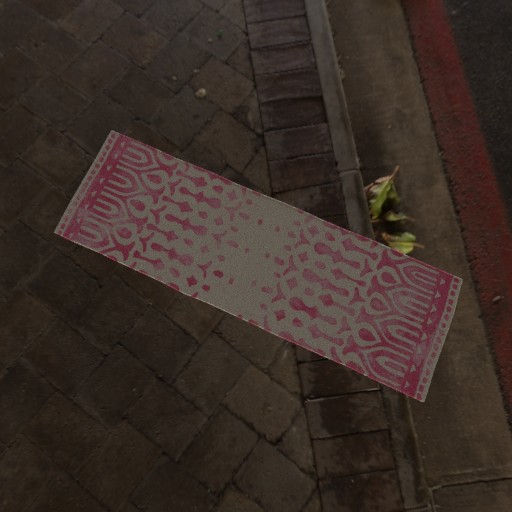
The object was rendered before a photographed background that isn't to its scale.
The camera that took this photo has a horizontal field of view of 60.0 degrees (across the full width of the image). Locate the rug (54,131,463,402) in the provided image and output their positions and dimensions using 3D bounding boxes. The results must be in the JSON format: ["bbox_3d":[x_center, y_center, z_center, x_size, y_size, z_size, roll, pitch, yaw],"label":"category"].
[{"bbox_3d":[0.000,0.000,2.739,2.458,0.011,0.787,24,77,6],"label":"rug"}]
